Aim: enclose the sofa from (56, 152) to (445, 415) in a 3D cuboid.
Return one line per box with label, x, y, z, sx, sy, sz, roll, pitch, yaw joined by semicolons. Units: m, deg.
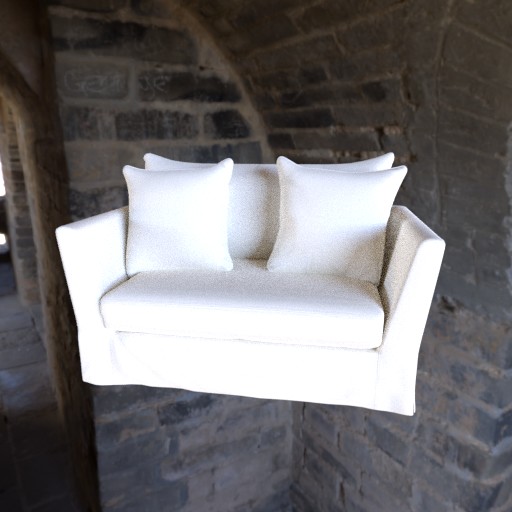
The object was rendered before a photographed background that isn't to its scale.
sofa;0.000;0.000;2.301;1.608;1.039;1.026;2;15;9
